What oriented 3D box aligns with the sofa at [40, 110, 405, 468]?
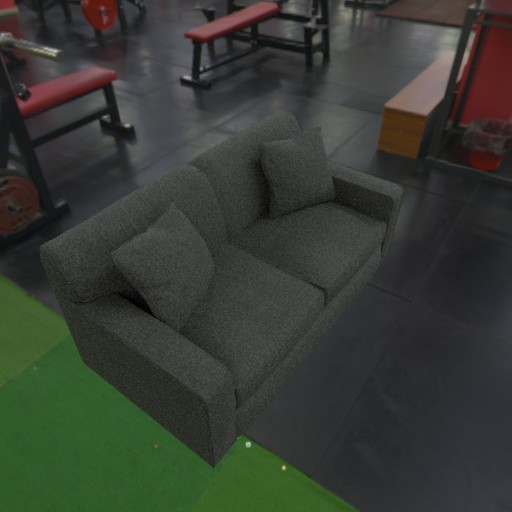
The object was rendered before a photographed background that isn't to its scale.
[{"bbox_3d":[0.000,0.000,2.483,0.998,0.958,1.846,26,47,27],"label":"sofa"}]
